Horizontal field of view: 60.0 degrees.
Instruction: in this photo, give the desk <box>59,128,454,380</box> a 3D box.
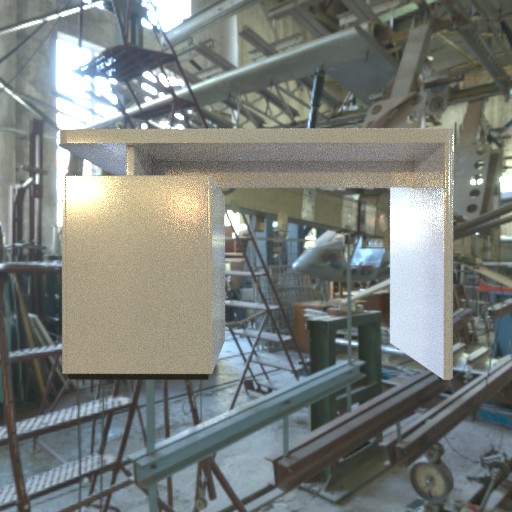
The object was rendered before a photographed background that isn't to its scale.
[{"bbox_3d":[0.000,0.000,1.591,1.200,0.760,0.550,0,0,0],"label":"desk"}]
